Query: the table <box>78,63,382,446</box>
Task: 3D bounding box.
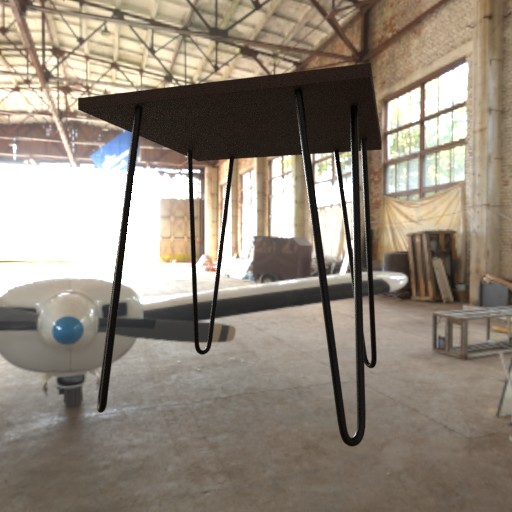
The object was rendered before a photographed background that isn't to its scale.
[{"bbox_3d":[0.000,0.000,0.941,0.495,0.559,0.495,0,1,18],"label":"table"}]
